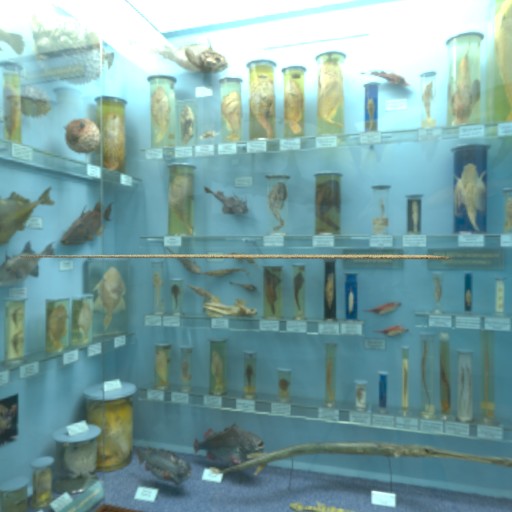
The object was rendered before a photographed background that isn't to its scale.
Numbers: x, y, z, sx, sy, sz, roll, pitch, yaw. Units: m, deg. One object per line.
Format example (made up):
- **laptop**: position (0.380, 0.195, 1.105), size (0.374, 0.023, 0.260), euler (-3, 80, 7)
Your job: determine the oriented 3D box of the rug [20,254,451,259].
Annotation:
- **rug**: position (0.000, 0.000, 4.214), size (3.200, 0.012, 2.438), euler (0, 0, 19)
